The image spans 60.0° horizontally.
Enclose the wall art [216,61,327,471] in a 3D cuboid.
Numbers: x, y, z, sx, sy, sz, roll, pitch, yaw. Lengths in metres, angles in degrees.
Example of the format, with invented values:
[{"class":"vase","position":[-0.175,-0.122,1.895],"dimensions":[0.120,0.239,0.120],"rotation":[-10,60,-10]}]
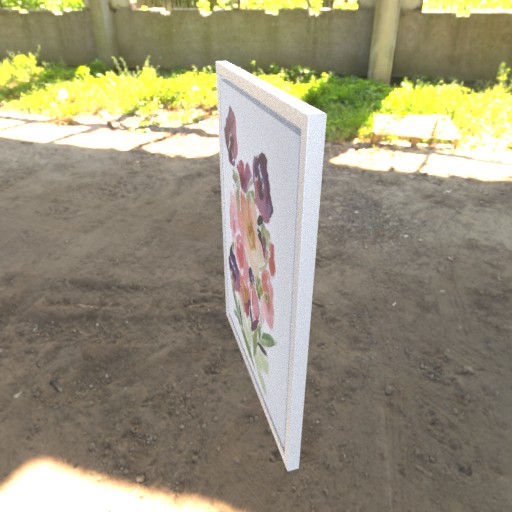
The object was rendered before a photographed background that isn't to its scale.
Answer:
[{"class":"wall art","position":[0.000,0.000,1.413],"dimensions":[0.042,1.056,0.805],"rotation":[-9,32,-14]}]
